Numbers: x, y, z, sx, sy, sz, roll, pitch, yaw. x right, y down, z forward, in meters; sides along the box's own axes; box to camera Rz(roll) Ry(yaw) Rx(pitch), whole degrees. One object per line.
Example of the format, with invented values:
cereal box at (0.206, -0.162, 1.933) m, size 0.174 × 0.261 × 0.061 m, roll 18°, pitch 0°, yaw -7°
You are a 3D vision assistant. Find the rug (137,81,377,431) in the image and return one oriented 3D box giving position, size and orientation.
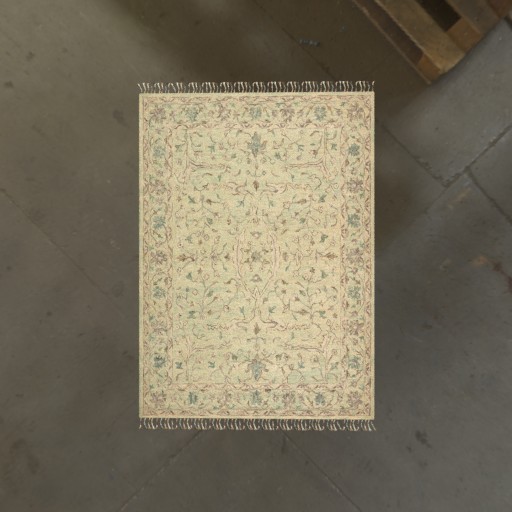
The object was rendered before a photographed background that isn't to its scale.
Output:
rug at (0.000, 0.000, 2.295) m, size 1.247 × 0.008 × 1.802 m, roll 0°, pitch 90°, yaw 1°
